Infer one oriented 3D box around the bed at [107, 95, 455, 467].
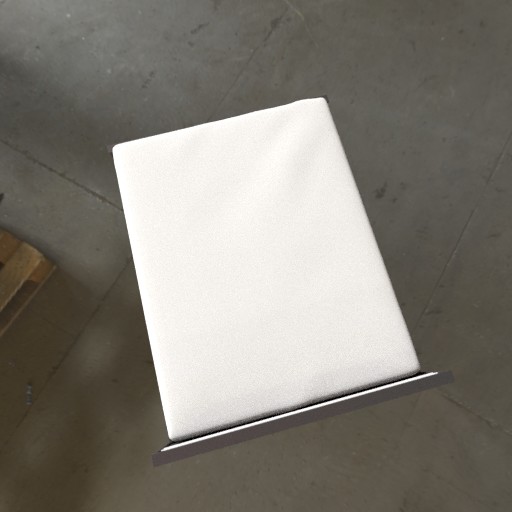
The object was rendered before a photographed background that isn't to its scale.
[{"bbox_3d":[0.000,0.000,2.963,1.634,0.808,2.103,-14,75,-4],"label":"bed"}]
